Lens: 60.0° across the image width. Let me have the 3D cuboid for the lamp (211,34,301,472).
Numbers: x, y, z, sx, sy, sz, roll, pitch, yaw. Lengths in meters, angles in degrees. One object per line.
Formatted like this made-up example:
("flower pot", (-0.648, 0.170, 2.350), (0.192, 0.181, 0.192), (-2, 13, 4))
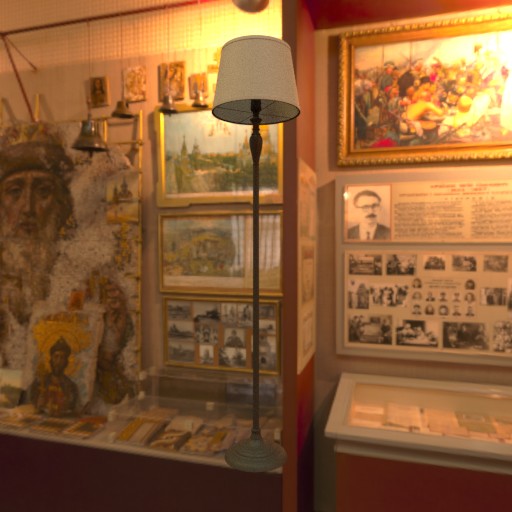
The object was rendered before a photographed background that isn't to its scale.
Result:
("lamp", (0.000, 0.000, 1.646), (0.327, 1.506, 0.327), (1, 2, 19))
